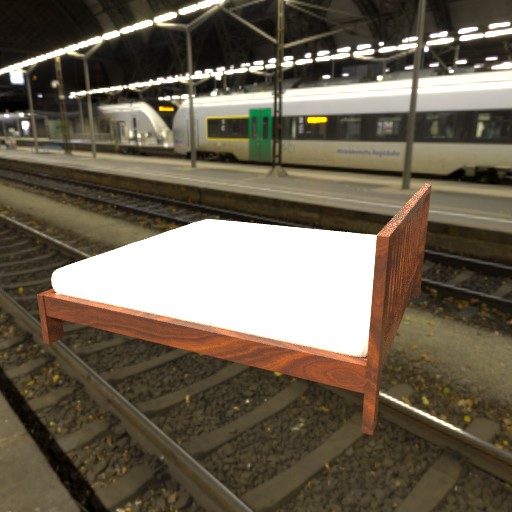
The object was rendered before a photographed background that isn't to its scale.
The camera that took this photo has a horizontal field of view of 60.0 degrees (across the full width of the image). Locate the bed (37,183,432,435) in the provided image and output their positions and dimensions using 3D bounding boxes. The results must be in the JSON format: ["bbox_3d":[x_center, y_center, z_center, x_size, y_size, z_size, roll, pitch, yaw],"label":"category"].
[{"bbox_3d":[0.000,0.000,3.057,2.030,0.890,1.905,7,17,24],"label":"bed"}]
